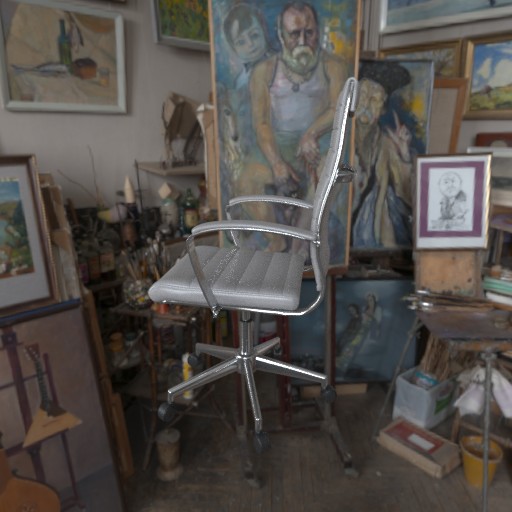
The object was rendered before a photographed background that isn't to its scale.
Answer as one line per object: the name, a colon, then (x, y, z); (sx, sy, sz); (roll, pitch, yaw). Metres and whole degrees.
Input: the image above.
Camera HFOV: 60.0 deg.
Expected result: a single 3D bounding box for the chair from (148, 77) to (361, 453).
chair: (0.000, 0.000, 1.597); (0.667, 1.149, 0.679); (2, 16, 8)
